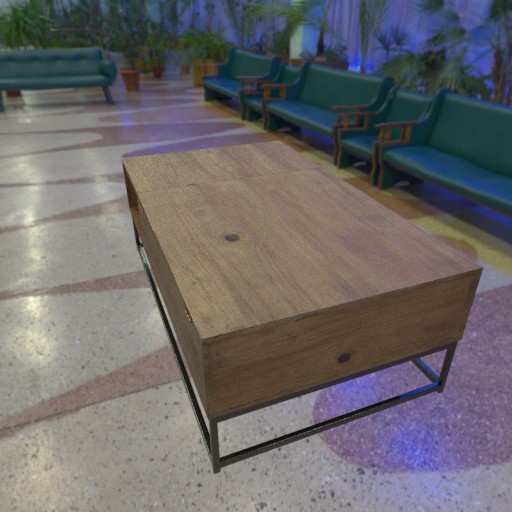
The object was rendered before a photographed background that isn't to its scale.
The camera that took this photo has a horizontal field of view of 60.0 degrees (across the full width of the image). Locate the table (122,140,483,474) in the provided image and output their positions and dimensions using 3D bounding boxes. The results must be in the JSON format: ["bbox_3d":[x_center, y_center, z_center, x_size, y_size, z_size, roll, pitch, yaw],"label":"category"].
[{"bbox_3d":[0.000,0.000,1.424,0.655,0.395,1.101,-11,32,-19],"label":"table"}]
